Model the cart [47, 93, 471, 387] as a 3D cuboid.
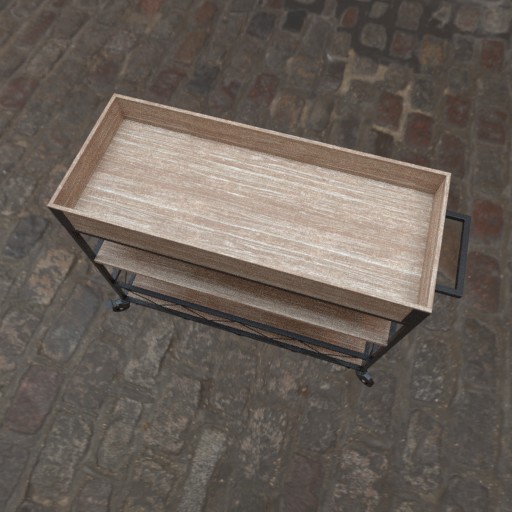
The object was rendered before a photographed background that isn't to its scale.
[{"bbox_3d":[0.000,0.000,1.489,1.101,0.787,0.500,15,65,7],"label":"cart"}]
